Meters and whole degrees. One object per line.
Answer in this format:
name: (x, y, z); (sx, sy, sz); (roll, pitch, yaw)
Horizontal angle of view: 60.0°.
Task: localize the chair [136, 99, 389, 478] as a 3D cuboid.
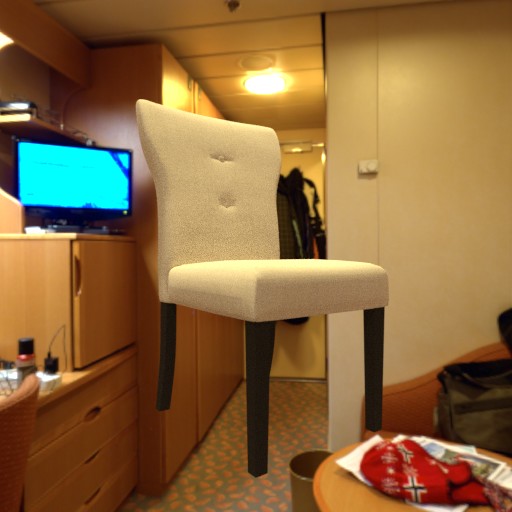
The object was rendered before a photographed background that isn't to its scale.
chair: (0.000, 0.000, 1.259); (0.509, 0.921, 0.597); (0, 1, -37)
